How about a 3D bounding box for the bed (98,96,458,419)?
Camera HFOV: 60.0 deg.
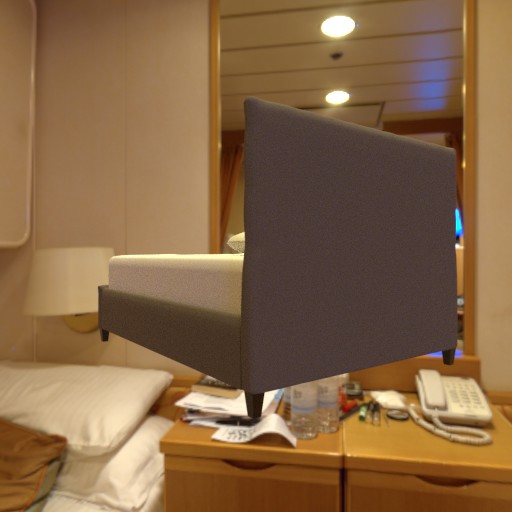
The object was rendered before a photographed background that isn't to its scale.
[{"bbox_3d":[0.000,0.000,3.313,1.696,1.426,2.233,0,0,-36],"label":"bed"}]
